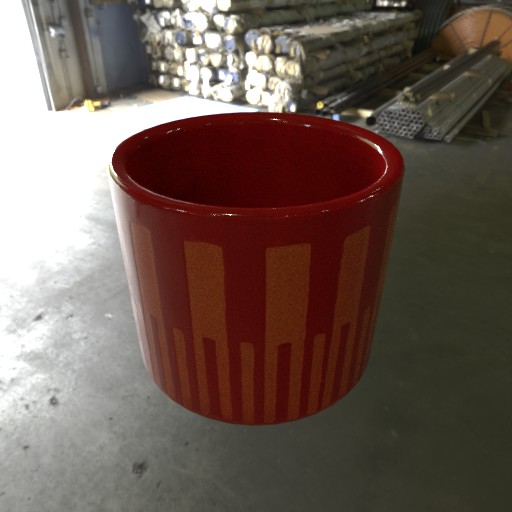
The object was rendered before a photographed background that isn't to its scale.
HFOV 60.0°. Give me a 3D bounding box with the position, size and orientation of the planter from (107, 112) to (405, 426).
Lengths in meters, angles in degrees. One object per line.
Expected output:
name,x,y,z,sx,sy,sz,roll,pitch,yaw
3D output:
planter,0.000,0.000,0.405,0.230,0.202,0.230,0,32,0
